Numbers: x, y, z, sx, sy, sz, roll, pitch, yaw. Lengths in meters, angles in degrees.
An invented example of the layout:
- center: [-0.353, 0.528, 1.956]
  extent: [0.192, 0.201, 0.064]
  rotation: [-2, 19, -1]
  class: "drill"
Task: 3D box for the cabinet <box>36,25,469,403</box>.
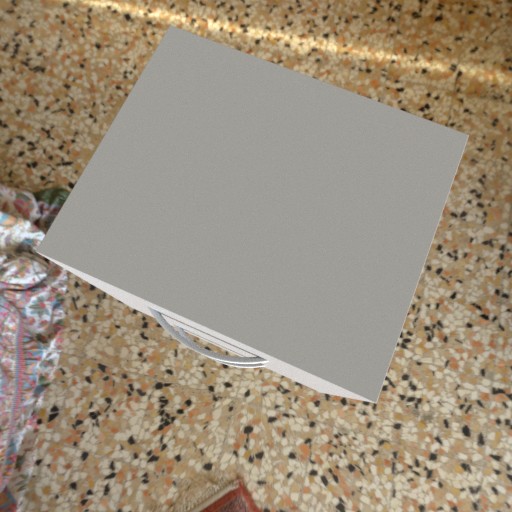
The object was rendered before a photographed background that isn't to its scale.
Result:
- center: [0.000, 0.000, 0.734]
  extent: [0.400, 0.470, 0.360]
  rotation: [23, 76, 6]
  class: "cabinet"
